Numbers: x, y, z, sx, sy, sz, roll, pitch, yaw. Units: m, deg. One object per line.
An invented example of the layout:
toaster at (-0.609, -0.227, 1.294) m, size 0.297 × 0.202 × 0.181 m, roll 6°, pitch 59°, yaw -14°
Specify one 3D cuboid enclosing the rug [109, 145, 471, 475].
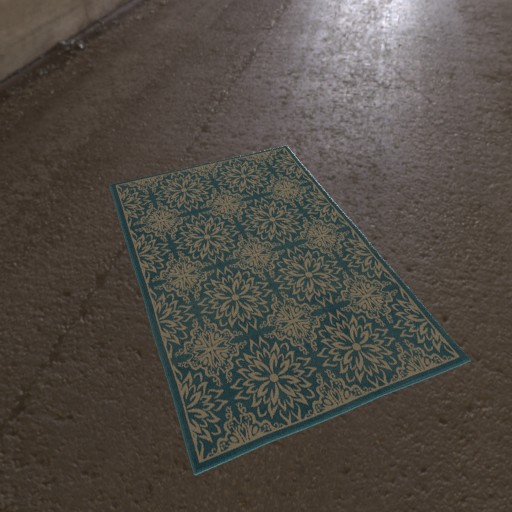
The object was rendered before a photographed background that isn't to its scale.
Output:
rug at (0.000, 0.000, 2.302) m, size 1.211 × 0.012 × 1.833 m, roll -16°, pitch 47°, yaw -15°
